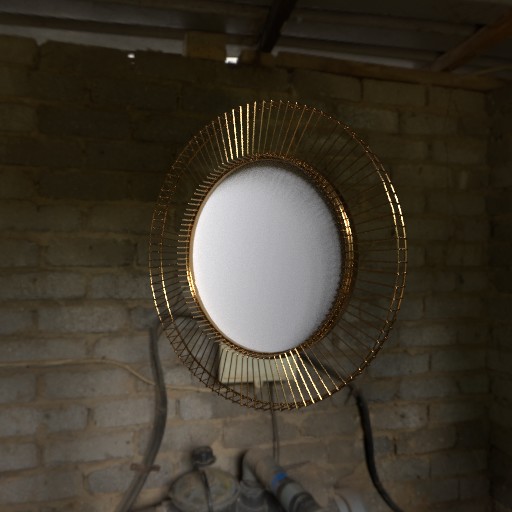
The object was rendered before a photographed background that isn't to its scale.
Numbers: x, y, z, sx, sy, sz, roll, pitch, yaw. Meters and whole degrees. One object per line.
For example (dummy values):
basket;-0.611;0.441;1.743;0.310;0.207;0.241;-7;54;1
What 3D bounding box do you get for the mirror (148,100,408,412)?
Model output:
mirror;0.000;0.000;1.045;0.703;0.703;0.067;0;0;37
